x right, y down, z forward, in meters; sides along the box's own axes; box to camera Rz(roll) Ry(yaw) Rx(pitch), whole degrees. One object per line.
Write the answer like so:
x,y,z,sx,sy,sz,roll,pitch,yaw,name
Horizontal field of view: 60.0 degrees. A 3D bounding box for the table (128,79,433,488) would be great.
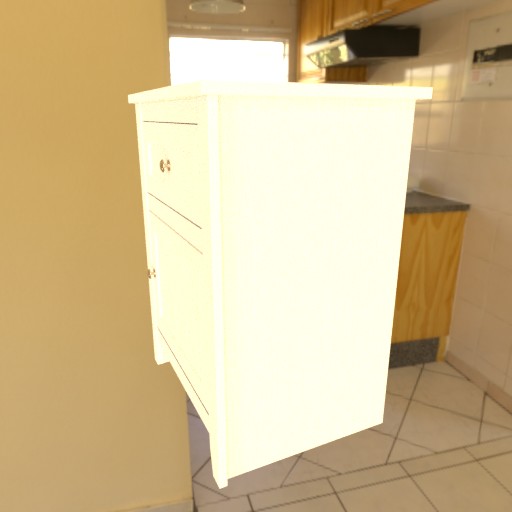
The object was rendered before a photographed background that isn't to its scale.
0.000,0.000,0.913,0.381,0.635,0.480,-8,19,-24,table
